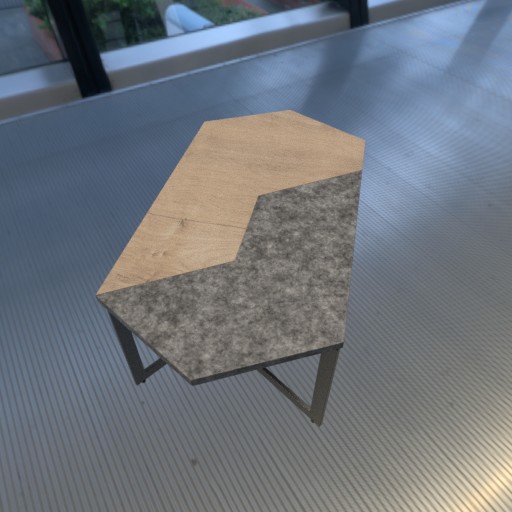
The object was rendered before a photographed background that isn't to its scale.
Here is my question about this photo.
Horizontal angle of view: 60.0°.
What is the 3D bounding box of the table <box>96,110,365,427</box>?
[{"bbox_3d":[0.000,0.000,1.509,0.609,0.457,1.219,9,46,9],"label":"table"}]
